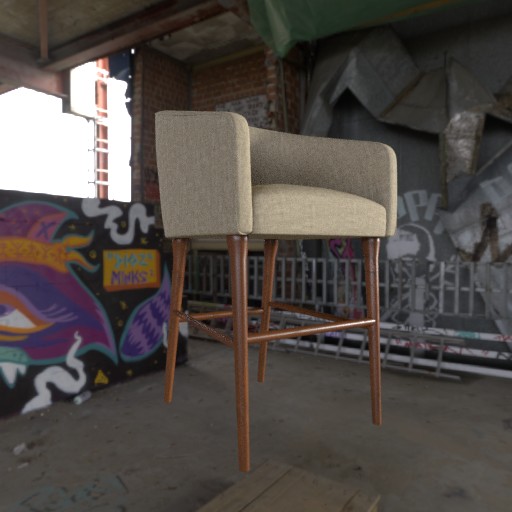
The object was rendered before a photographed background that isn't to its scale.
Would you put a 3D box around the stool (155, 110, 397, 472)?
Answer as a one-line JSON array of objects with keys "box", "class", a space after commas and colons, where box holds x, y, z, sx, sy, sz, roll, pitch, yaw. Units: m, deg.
[{"box": [0.000, 0.000, 1.348, 0.559, 0.952, 0.635, -1, 1, -35], "class": "stool"}]
